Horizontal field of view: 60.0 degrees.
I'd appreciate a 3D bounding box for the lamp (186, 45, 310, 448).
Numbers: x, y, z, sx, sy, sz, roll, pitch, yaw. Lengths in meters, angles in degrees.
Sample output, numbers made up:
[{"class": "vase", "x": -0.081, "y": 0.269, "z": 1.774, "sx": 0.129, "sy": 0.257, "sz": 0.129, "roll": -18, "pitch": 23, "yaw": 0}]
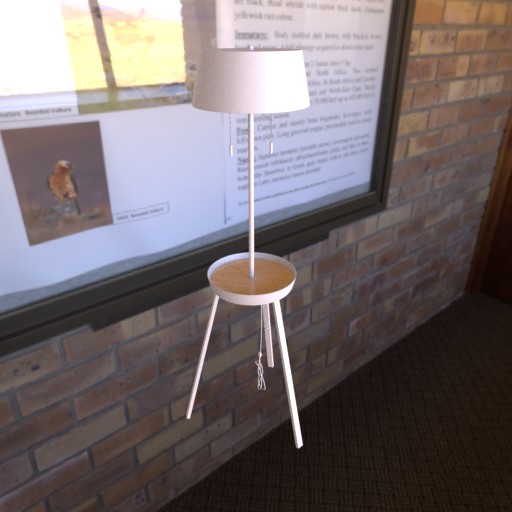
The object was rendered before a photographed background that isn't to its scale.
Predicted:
[{"class": "lamp", "x": 0.000, "y": 0.000, "z": 1.664, "sx": 0.508, "sy": 1.429, "sz": 0.468, "roll": 8, "pitch": 28, "yaw": 16}]
